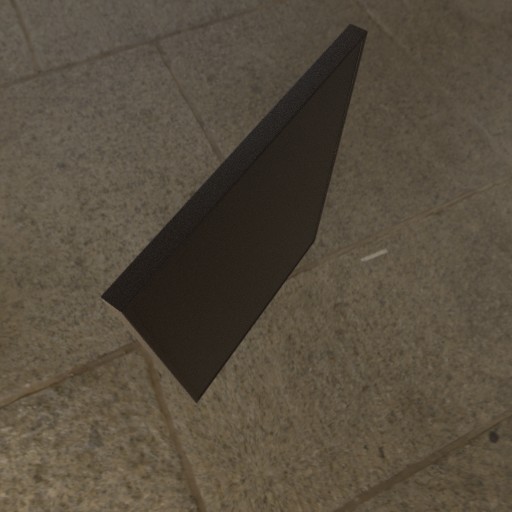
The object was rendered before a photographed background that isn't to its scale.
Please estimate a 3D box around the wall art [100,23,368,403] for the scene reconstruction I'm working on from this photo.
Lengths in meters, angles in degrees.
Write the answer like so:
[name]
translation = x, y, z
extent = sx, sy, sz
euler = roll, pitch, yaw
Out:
[wall art]
translation = 0.000, 0.000, 0.722
extent = 0.028, 0.551, 0.451
euler = 32, 68, 15
